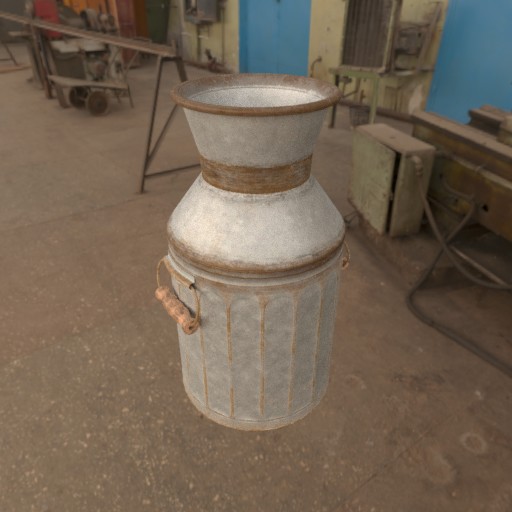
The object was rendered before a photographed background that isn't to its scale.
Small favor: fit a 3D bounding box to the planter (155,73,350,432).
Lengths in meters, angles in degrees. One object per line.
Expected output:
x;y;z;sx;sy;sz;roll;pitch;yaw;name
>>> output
0.000;0.000;0.548;0.245;0.396;0.214;-20;37;-28;planter
